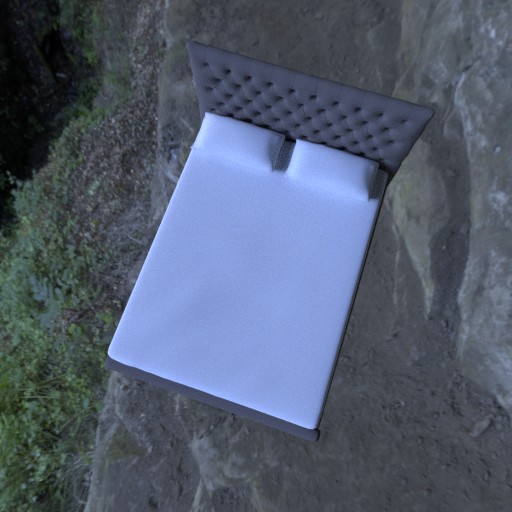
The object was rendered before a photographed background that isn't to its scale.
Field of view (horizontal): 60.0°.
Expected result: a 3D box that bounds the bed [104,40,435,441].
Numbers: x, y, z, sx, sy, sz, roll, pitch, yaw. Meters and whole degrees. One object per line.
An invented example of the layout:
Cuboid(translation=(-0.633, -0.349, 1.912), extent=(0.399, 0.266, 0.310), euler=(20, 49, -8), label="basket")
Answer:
Cuboid(translation=(0.000, 0.000, 3.284), extent=(1.696, 1.426, 2.233), euler=(18, 75, 5), label="bed")
